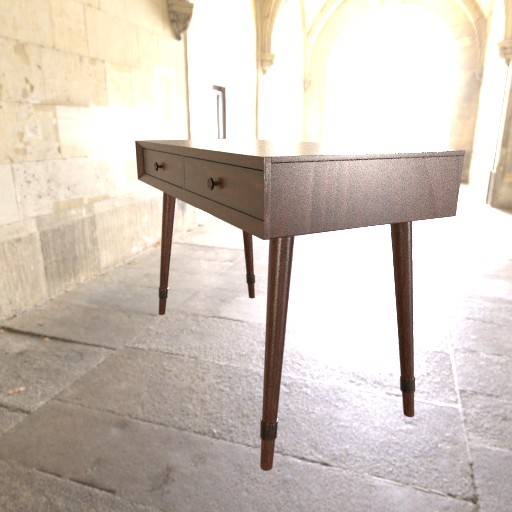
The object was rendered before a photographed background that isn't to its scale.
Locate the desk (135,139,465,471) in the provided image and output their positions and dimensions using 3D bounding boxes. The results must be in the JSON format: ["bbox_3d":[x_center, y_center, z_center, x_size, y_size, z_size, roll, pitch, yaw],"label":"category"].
[{"bbox_3d":[0.000,0.000,2.101,0.734,1.031,1.577,-8,18,-25],"label":"desk"}]
